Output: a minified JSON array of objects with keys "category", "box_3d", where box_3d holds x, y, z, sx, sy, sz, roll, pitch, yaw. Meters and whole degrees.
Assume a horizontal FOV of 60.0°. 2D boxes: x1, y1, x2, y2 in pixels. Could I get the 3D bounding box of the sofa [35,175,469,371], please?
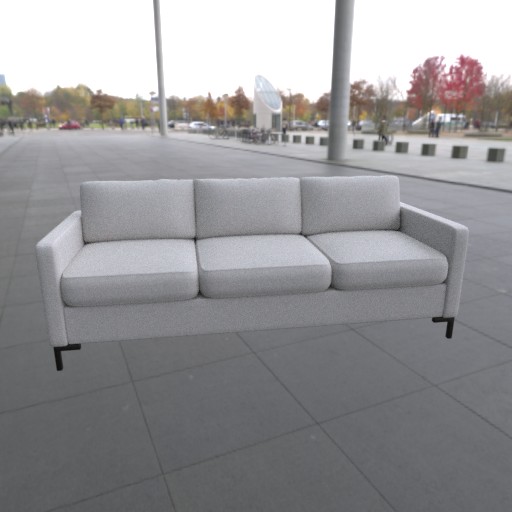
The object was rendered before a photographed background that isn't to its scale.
[{"category":"sofa","box_3d":[0.000,0.000,2.661,2.218,0.874,0.859,-3,17,-9]}]
